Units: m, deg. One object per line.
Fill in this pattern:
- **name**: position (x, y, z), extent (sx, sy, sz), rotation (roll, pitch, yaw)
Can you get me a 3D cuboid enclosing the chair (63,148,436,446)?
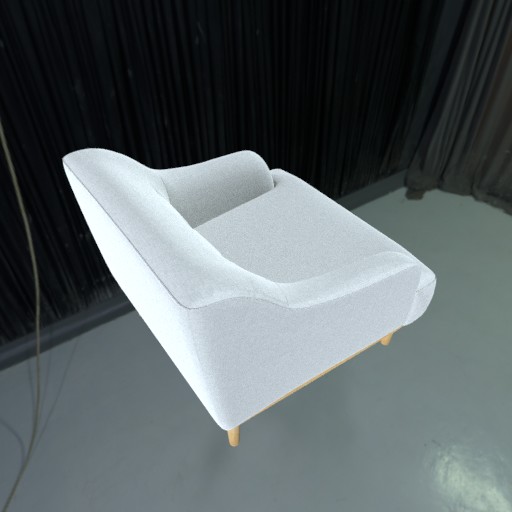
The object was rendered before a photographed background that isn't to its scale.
- **chair**: position (0.000, 0.000, 1.613), extent (0.951, 0.818, 0.946), rotation (-26, 48, -26)
